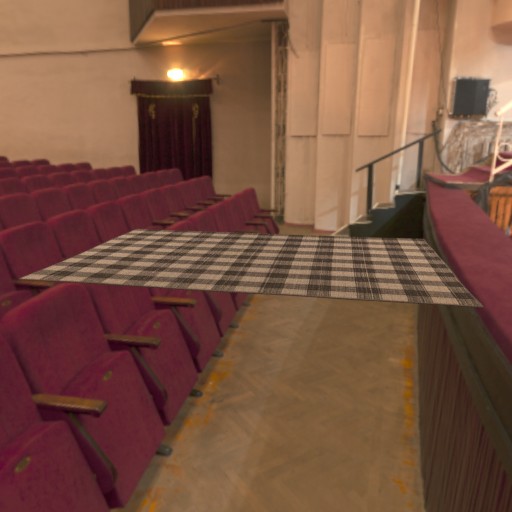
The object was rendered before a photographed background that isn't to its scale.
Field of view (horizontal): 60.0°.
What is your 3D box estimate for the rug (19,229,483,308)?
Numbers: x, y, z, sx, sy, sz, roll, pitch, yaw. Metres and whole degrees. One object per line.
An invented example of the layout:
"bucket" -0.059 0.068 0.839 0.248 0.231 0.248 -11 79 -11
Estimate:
"rug" 0.000 0.000 3.048 2.476 0.011 1.554 3 15 10
